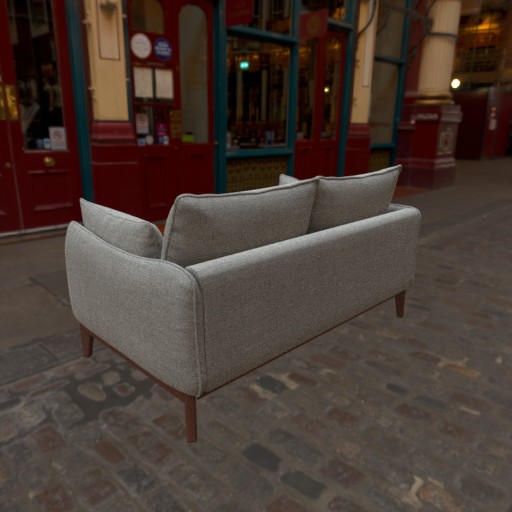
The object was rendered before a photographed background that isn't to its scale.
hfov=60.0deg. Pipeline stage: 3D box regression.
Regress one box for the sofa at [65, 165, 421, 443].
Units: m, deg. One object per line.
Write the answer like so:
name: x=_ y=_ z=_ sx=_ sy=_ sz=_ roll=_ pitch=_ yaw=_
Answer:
sofa: x=0.000 y=0.000 z=2.194 sx=1.580 sy=0.851 sz=0.972 roll=-16 pitch=23 yaw=-42
